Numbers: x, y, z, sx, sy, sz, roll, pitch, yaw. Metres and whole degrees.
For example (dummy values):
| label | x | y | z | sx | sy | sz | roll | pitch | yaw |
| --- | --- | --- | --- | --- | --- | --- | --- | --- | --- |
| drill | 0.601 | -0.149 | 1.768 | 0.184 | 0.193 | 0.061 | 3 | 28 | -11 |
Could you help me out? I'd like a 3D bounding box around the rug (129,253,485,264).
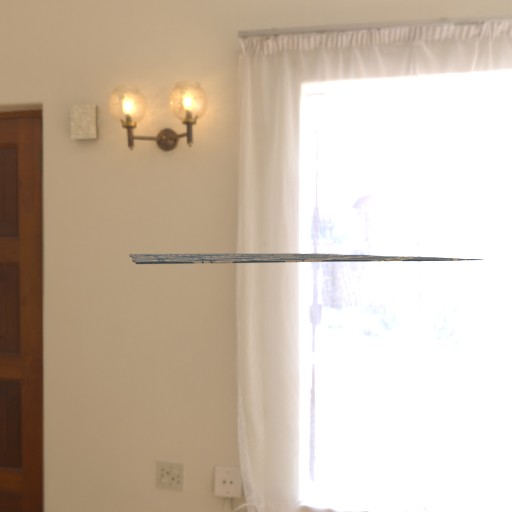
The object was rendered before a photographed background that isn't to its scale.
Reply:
| label | x | y | z | sx | sy | sz | roll | pitch | yaw |
| --- | --- | --- | --- | --- | --- | --- | --- | --- | --- |
| rug | 0.000 | 0.000 | 2.778 | 1.524 | 0.013 | 2.135 | 0 | 1 | -17 |
